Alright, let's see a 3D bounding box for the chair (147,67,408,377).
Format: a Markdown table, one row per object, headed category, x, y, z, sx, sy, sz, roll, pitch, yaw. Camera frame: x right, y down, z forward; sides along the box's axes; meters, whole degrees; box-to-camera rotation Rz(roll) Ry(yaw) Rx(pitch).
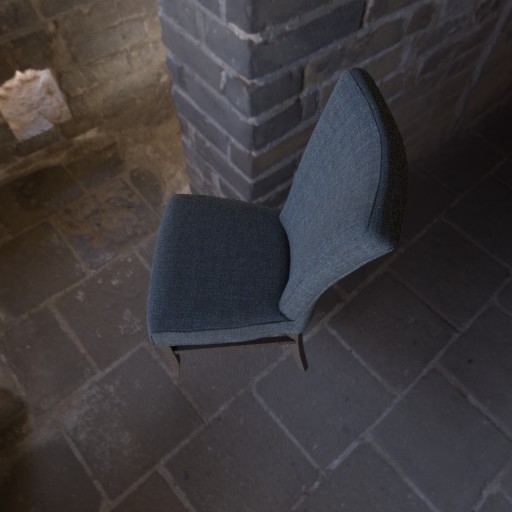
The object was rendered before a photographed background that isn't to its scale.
| category | x | y | z | sx | sy | sz | roll | pitch | yaw |
| --- | --- | --- | --- | --- | --- | --- | --- | --- | --- |
| chair | 0.000 | 0.000 | 1.367 | 0.660 | 0.991 | 0.520 | 2 | 59 | 1 |
